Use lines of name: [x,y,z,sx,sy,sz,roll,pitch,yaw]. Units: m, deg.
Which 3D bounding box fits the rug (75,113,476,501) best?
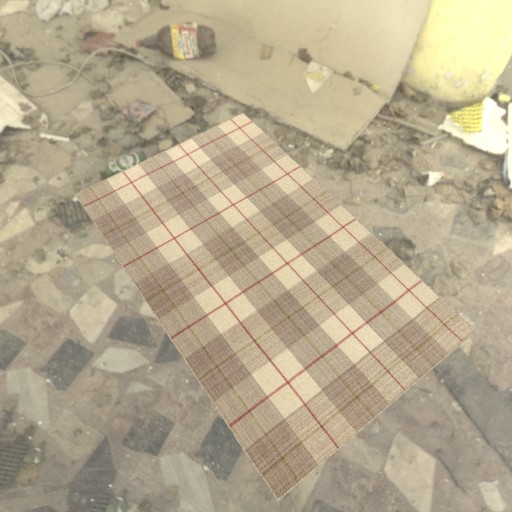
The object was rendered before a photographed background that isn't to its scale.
rug: [0.000,0.000,2.987,1.549,0.010,2.464,-32,63,-19]
